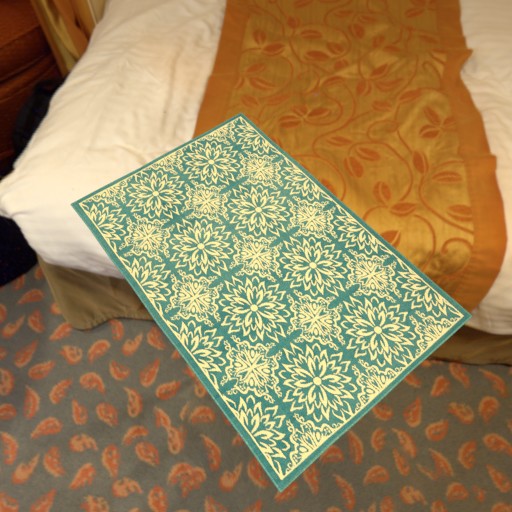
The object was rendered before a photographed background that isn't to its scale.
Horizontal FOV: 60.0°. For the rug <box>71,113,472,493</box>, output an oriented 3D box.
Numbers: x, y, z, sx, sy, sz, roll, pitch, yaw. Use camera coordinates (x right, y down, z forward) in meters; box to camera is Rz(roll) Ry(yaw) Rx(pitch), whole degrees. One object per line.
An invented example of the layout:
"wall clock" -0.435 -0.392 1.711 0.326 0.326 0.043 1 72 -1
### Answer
"rug" 0.000 0.000 3.496 1.830 0.018 2.769 -34 64 -19
